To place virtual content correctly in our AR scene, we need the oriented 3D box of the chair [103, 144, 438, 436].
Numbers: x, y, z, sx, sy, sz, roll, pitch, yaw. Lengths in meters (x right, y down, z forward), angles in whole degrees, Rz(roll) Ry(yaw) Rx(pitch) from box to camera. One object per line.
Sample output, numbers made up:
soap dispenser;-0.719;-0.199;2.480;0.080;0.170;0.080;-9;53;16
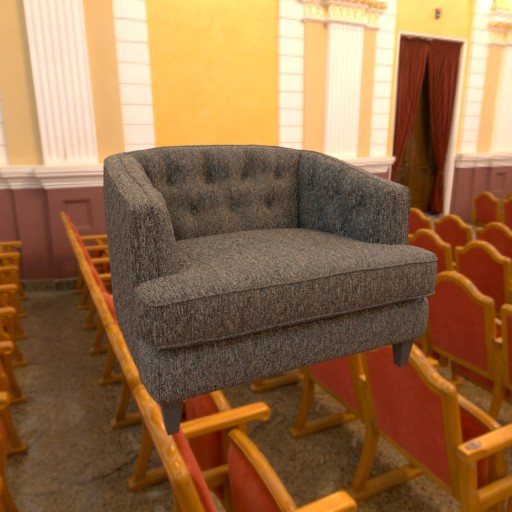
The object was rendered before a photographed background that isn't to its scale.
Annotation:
chair;0.000;0.000;1.782;1.104;0.852;0.941;-7;17;-25
